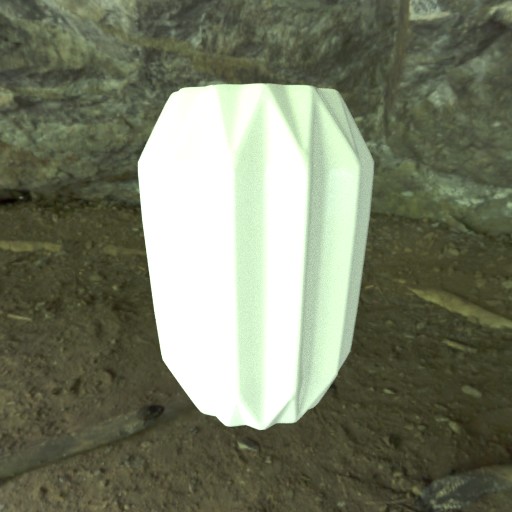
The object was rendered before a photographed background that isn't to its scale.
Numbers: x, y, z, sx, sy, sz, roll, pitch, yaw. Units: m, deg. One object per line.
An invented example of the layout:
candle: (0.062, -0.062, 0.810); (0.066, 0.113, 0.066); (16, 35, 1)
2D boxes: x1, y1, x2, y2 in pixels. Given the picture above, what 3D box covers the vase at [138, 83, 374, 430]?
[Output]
vase: (0.000, 0.000, 0.395); (0.195, 0.275, 0.195); (0, 15, 0)
